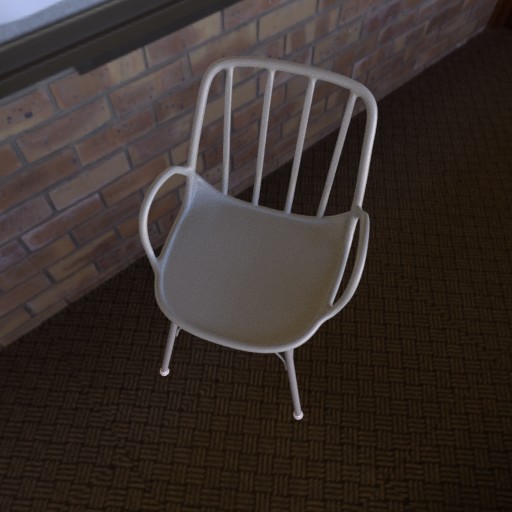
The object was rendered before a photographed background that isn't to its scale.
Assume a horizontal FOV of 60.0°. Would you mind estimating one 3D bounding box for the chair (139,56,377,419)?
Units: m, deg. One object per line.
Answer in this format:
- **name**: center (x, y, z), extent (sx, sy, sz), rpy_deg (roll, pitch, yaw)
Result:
- **chair**: center (0.000, 0.000, 1.232), extent (0.549, 0.816, 0.597), rpy_deg (15, 60, 9)
